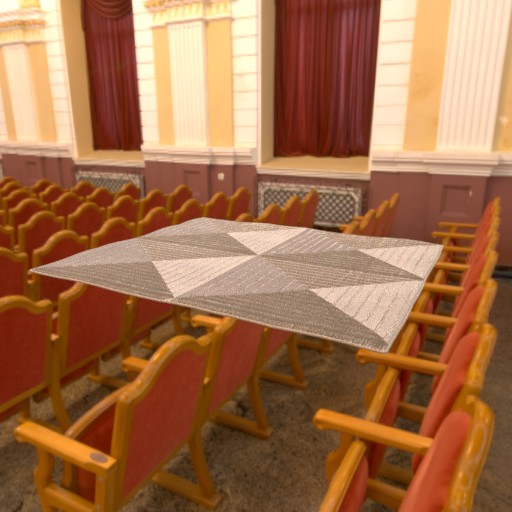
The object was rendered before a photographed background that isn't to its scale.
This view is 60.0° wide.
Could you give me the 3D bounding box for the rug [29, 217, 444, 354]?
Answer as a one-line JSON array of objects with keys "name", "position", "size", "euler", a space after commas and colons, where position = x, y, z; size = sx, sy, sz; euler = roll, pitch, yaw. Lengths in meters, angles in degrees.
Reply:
[{"name": "rug", "position": [0.000, 0.000, 0.879], "size": [0.642, 0.008, 0.551], "euler": [9, 18, 27]}]
